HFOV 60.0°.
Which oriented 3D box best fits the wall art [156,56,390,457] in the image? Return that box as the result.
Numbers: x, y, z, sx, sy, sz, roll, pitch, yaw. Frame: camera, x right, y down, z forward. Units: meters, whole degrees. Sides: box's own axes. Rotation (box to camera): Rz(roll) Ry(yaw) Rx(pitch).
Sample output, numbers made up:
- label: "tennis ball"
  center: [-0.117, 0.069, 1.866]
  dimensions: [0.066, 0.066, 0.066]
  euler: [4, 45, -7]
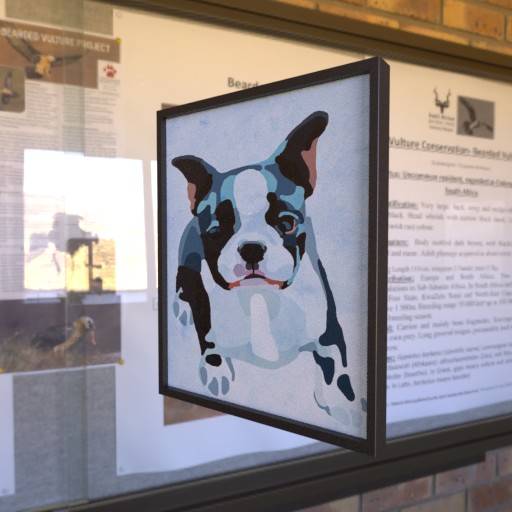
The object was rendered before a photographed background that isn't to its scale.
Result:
- label: "wall art"
  center: [0.000, 0.000, 0.504]
  dimensions: [0.294, 0.369, 0.030]
  euler: [1, 2, 35]
